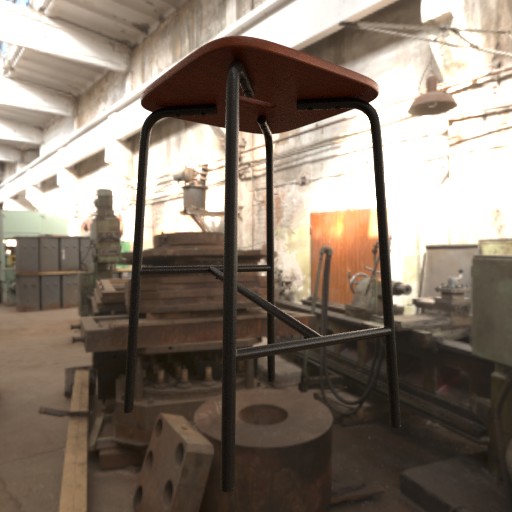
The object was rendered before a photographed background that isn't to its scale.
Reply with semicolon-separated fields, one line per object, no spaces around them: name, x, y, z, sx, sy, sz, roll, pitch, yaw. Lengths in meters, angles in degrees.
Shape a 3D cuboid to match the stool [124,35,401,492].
stool;0.000;0.000;0.831;0.376;0.610;0.376;0;0;-37
